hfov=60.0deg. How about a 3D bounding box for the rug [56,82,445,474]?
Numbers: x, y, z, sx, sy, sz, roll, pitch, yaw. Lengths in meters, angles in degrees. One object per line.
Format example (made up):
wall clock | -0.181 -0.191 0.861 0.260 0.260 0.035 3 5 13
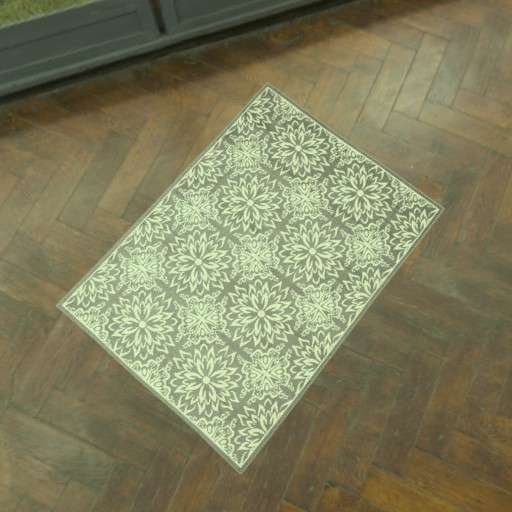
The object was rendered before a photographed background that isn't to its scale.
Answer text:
rug | 0.000 0.000 3.014 1.608 0.014 2.213 39 79 9
